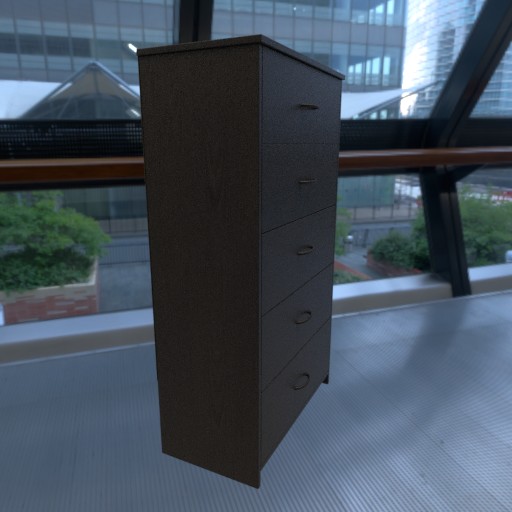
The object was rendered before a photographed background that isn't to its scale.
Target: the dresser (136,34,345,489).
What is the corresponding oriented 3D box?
[{"bbox_3d":[0.000,0.000,1.559,0.418,1.254,0.704,7,16,26],"label":"dresser"}]
